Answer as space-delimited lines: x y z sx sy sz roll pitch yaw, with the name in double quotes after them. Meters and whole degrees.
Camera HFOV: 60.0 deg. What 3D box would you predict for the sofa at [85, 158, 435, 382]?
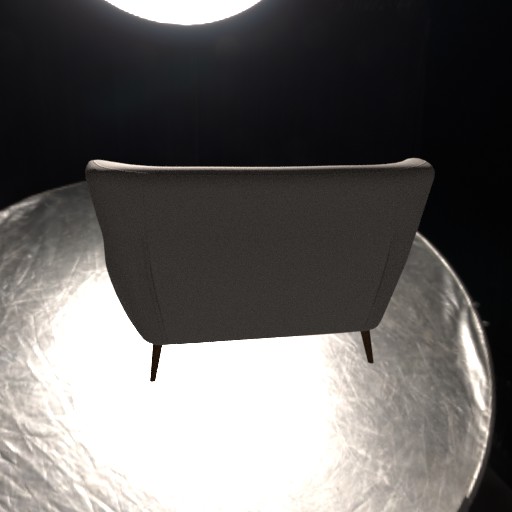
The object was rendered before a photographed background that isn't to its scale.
0.000 0.000 2.023 1.424 0.878 0.921 -2 14 -9 "sofa"
